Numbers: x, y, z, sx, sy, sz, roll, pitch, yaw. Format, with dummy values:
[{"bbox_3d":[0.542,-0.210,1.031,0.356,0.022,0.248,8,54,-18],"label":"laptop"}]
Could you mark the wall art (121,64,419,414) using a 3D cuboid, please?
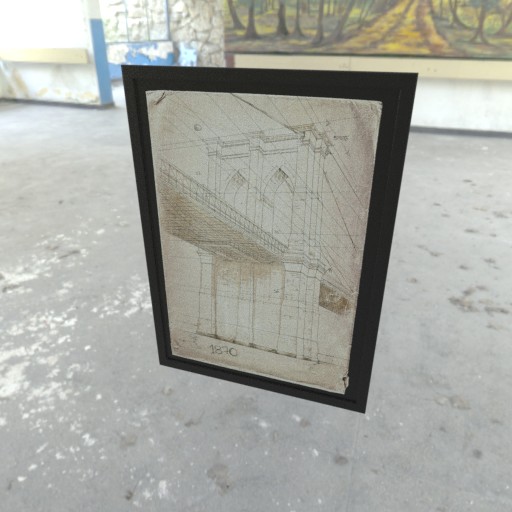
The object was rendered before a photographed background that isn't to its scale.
[{"bbox_3d":[0.000,0.000,1.237,0.707,0.967,0.013,9,29,16],"label":"wall art"}]
